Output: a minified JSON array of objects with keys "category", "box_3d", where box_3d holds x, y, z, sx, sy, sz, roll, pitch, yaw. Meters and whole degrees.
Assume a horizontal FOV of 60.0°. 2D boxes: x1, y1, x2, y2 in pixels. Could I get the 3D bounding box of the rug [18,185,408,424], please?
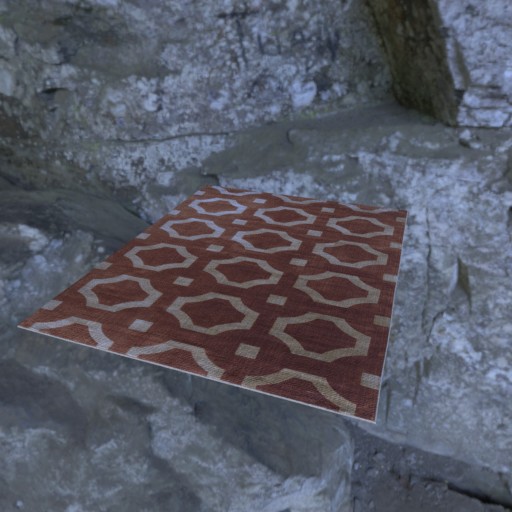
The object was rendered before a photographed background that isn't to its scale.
[{"category":"rug","box_3d":[0.000,0.000,3.992,2.466,0.021,3.049,10,30,17]}]
